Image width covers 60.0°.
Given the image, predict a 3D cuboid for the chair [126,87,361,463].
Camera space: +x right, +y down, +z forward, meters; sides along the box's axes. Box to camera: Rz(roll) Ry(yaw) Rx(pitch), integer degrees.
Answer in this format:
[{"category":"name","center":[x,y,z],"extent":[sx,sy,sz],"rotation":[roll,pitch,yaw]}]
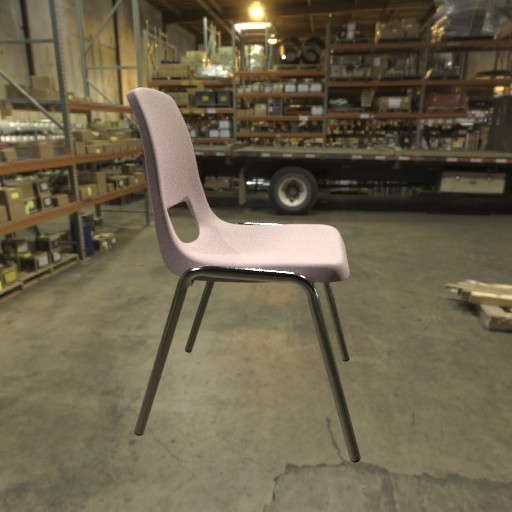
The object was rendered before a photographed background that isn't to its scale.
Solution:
[{"category":"chair","center":[0.000,0.000,0.914],"extent":[0.436,0.653,0.381],"rotation":[2,16,8]}]
